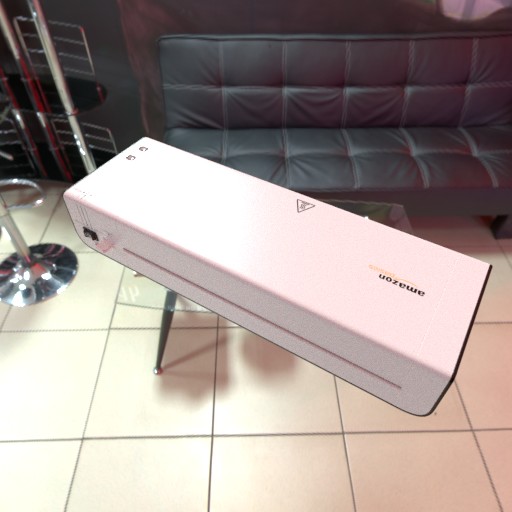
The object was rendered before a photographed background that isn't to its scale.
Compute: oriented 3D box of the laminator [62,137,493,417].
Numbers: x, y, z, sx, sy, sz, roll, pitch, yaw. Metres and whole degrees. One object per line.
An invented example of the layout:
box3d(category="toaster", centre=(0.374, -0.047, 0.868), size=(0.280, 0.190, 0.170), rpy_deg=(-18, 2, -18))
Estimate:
box3d(category="laminator", centre=(0.000, 0.000, 0.377), size=(0.340, 0.062, 0.123), rpy_deg=(24, 51, 21))
